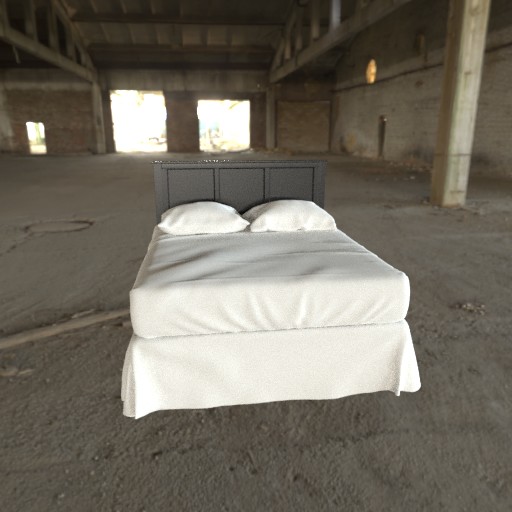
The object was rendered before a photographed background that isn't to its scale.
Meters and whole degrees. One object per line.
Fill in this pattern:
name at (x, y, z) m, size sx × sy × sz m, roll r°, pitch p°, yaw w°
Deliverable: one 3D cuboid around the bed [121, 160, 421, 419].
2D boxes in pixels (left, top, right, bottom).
bed at (0.000, 0.000, 3.329) m, size 1.870 × 1.270 × 2.050 m, roll -2°, pitch 16°, yaw -8°
